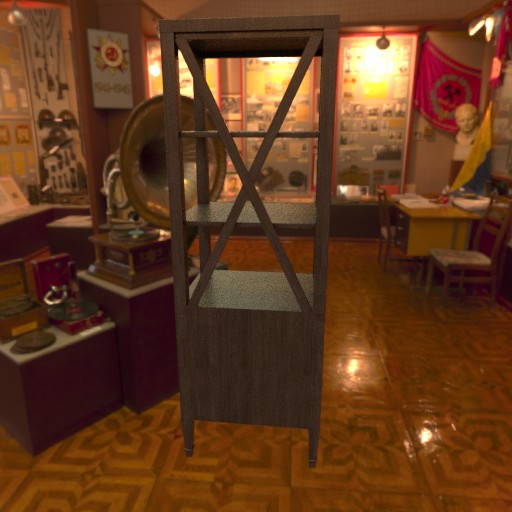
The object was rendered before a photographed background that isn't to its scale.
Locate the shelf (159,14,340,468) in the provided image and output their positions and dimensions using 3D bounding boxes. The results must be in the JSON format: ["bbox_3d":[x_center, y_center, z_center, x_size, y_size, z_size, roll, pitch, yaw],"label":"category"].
[{"bbox_3d":[0.000,0.000,1.884,0.584,1.727,0.472,2,17,7],"label":"shelf"}]
